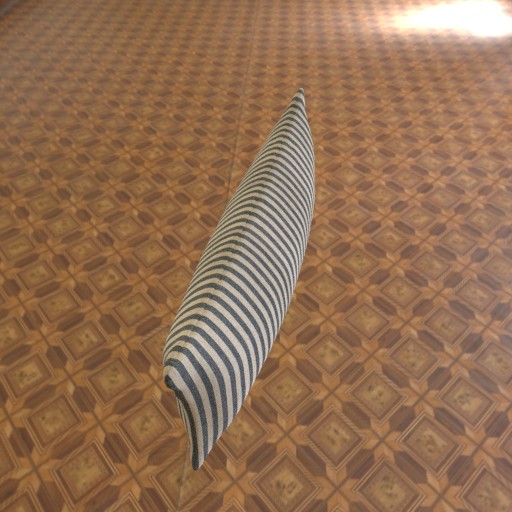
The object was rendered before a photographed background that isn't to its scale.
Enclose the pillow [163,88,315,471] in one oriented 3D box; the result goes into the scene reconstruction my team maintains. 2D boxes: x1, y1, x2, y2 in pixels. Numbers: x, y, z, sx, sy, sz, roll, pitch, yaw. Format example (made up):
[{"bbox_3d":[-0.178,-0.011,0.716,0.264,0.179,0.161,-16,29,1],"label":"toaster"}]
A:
[{"bbox_3d":[0.000,0.000,0.740,0.151,0.295,0.617,12,48,11],"label":"pillow"}]
